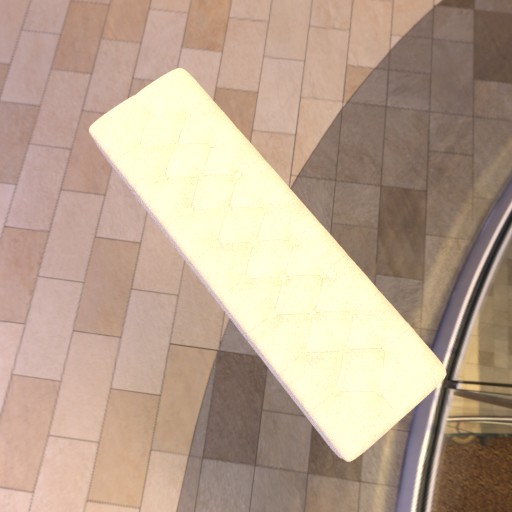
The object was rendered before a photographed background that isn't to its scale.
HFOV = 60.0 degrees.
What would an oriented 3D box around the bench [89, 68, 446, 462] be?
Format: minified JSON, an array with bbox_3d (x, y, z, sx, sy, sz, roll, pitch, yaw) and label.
[{"bbox_3d":[0.000,0.000,1.732,0.455,0.467,1.480,-38,79,-9],"label":"bench"}]
